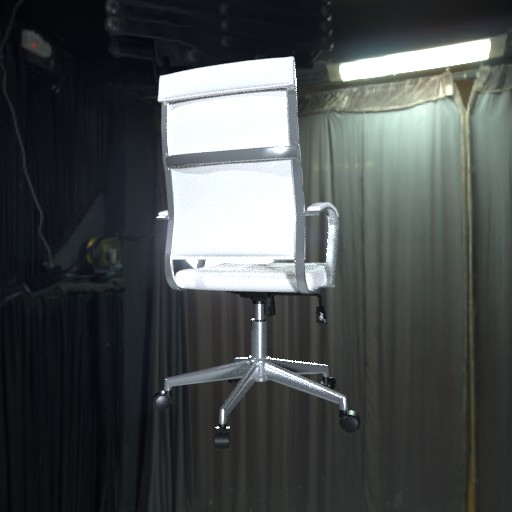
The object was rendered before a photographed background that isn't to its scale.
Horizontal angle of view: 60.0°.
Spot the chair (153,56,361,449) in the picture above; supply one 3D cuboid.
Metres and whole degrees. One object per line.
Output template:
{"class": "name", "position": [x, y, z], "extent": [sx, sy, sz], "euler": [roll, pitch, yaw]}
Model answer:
{"class": "chair", "position": [0.000, 0.000, 1.638], "extent": [0.766, 1.149, 0.739], "euler": [0, 0, 18]}
